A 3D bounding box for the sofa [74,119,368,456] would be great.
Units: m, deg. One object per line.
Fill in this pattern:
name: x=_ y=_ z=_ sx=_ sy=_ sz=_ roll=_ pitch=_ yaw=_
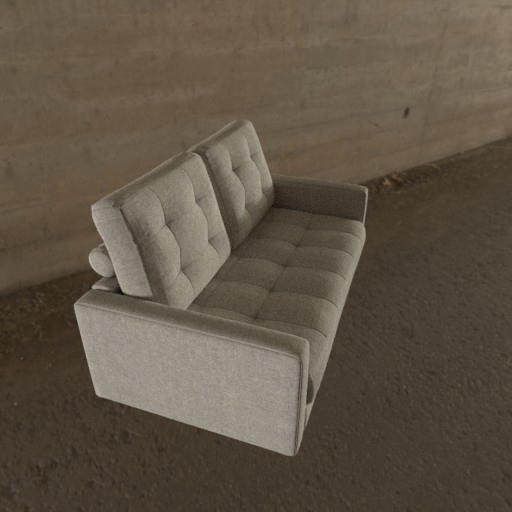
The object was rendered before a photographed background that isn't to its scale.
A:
sofa: x=0.000 y=0.000 z=1.963 sx=0.842 sy=0.907 sz=1.407 roll=10 pitch=32 yaw=17
